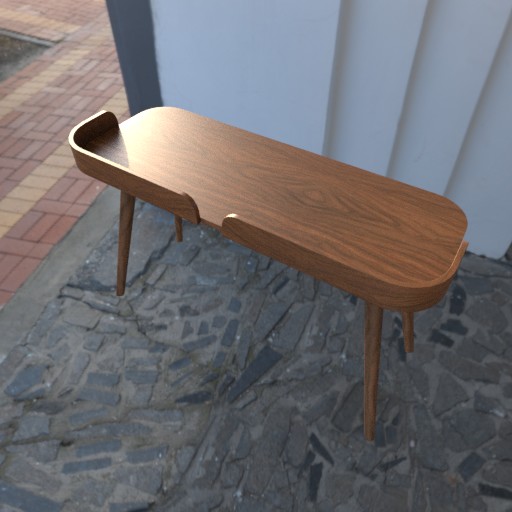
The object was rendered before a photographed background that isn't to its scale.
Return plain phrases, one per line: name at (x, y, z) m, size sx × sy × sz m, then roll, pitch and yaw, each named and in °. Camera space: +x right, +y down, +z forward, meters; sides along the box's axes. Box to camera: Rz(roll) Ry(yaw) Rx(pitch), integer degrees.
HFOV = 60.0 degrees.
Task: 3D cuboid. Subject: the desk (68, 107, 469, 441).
desk at (0.000, 0.000, 1.618) m, size 1.256 × 0.800 × 0.486 m, roll 25°, pitch 50°, yaw 22°
